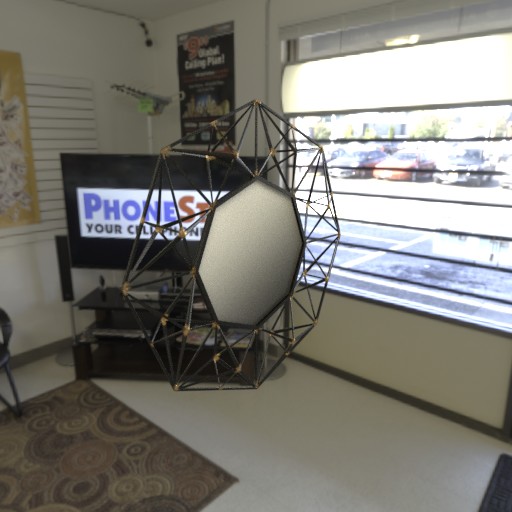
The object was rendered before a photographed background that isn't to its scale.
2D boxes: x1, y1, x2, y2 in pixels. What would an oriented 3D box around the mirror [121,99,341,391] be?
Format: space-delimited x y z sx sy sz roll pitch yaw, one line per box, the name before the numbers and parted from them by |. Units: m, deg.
mirror | 0.000 0.000 1.060 0.094 0.710 0.710 14 20 42
